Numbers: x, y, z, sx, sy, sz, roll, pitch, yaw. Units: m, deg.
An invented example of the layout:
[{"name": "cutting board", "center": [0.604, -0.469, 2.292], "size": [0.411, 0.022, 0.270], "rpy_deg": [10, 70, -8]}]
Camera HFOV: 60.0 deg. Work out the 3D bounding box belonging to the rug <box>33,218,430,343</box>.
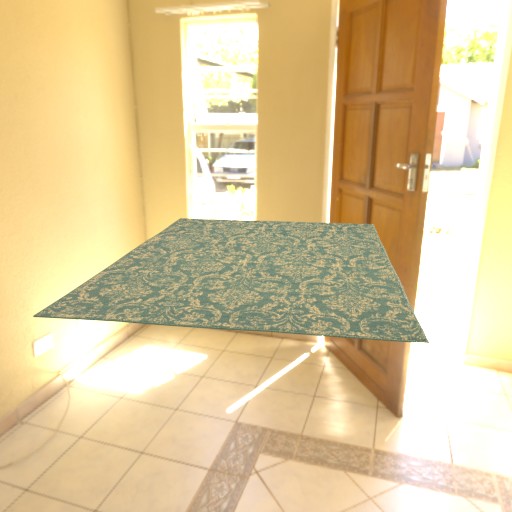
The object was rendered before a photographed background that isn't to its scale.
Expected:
[{"name": "rug", "center": [0.000, 0.000, 3.996], "size": [2.363, 0.012, 2.980], "rpy_deg": [2, 17, 8]}]
